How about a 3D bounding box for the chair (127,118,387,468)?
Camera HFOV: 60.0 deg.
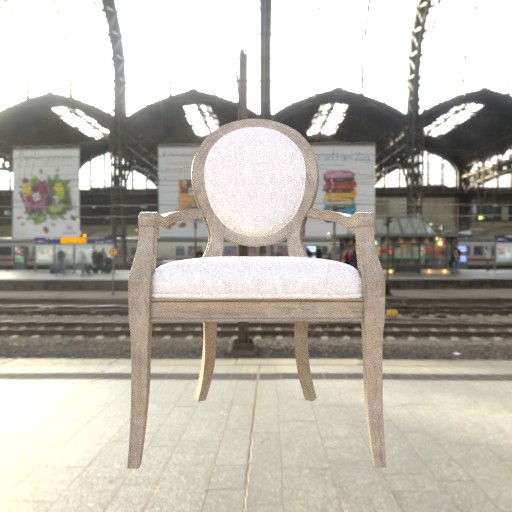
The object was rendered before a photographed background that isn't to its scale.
[{"bbox_3d":[0.000,0.000,1.337,0.611,0.991,0.602,0,0,-1],"label":"chair"}]
